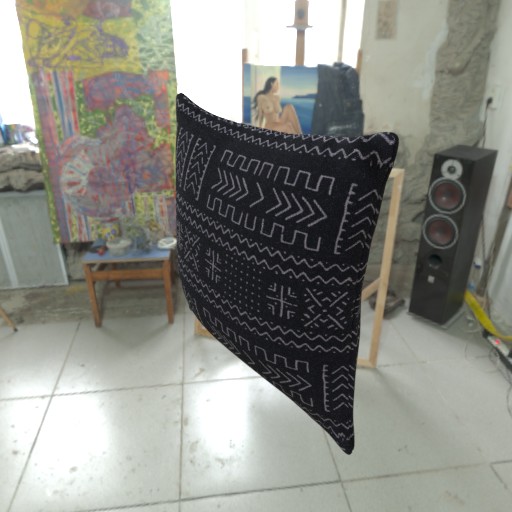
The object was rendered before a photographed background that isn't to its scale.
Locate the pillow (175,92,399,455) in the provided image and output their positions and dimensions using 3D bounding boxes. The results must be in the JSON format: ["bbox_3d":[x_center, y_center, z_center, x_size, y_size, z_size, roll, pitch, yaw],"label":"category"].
[{"bbox_3d":[0.000,0.000,0.661,0.164,0.430,0.438,-19,32,-32],"label":"pillow"}]
